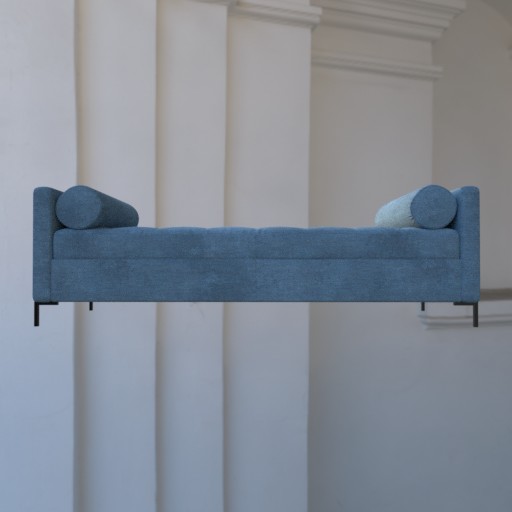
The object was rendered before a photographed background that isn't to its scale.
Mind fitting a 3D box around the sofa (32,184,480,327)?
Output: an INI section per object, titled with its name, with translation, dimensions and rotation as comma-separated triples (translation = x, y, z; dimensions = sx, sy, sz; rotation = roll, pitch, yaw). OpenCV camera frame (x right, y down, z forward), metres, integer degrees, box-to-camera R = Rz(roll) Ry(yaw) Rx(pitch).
[sofa]
translation = 0.000, 0.000, 2.291
dimensions = 1.981, 0.635, 0.686
rotation = 0, -1, 1
